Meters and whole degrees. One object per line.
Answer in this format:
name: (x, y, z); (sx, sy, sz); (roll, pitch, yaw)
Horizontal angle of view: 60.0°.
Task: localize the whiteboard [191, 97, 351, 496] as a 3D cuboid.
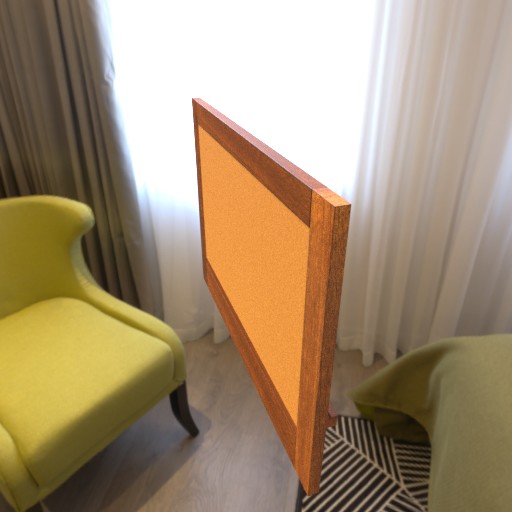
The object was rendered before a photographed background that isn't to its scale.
whiteboard: (0.000, 0.000, 0.990); (0.083, 0.559, 0.783); (-10, 31, -17)
